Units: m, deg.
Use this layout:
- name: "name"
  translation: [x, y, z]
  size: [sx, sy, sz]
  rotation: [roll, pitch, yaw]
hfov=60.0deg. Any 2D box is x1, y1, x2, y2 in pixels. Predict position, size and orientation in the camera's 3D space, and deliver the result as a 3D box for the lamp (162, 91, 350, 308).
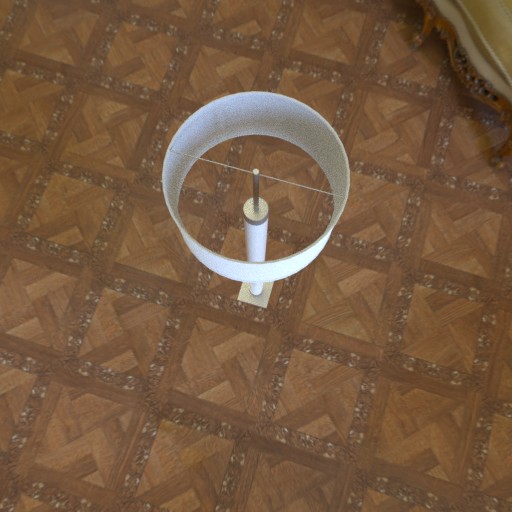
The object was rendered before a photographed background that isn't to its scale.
- name: "lamp"
  translation: [0.000, 0.000, 1.690]
  size: [0.420, 1.475, 0.420]
  rotation: [16, 76, 4]
